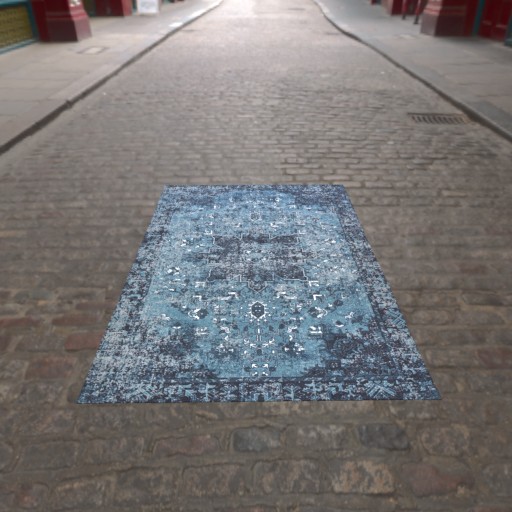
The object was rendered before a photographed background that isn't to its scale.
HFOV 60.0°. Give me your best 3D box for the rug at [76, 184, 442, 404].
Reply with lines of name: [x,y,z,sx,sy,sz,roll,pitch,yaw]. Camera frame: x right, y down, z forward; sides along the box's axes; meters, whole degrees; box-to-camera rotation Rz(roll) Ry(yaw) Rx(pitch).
rug: [0.000,0.000,2.251,1.219,0.005,1.828,0,32,-1]
